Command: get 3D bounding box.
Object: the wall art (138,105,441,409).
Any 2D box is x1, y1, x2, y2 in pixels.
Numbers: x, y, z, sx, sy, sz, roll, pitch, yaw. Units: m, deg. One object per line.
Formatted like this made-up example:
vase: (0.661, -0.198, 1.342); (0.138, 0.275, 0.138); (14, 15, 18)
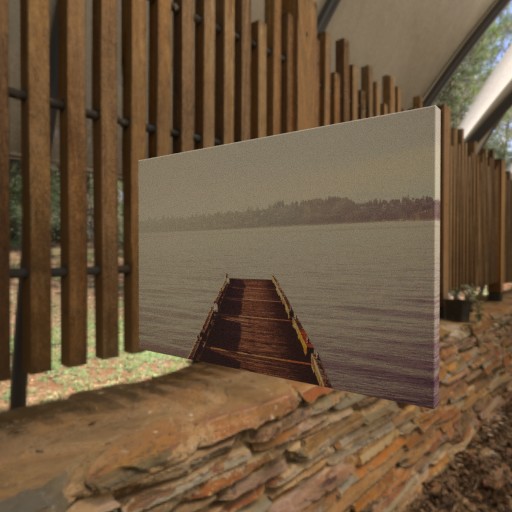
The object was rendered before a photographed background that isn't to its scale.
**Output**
wall art: (0.000, 0.000, 1.171); (0.916, 0.609, 0.037); (1, 1, 36)
